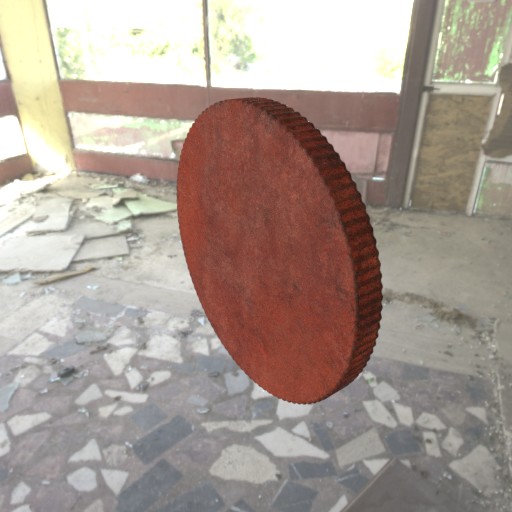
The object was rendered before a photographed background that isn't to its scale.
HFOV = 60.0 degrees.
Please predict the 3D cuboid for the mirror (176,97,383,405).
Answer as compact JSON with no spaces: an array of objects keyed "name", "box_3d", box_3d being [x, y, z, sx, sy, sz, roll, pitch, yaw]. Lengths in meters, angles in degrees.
[{"name":"mirror","box_3d":[0.000,0.000,0.904,0.056,0.609,0.609,-18,32,-31]}]
